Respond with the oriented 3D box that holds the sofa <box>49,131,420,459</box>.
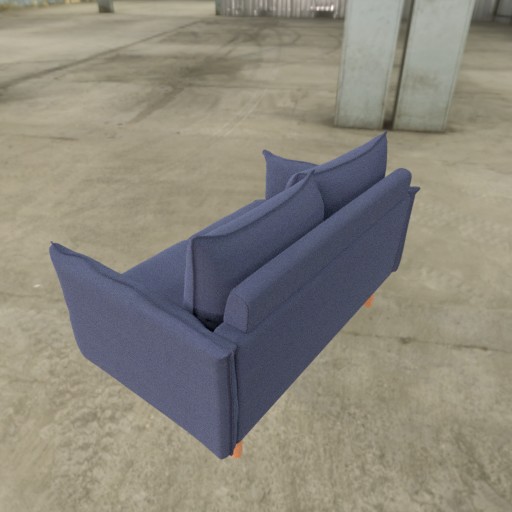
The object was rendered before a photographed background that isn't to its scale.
[{"bbox_3d":[0.000,0.000,1.786,0.820,0.840,1.300,22,38,31],"label":"sofa"}]
